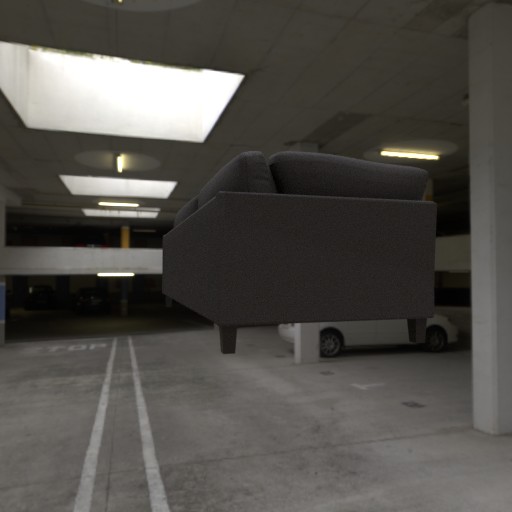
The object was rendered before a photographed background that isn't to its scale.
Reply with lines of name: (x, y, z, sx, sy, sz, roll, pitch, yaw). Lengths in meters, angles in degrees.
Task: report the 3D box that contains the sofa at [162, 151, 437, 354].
sofa: (0.000, 0.000, 2.813, 0.969, 0.792, 2.312, 1, -2, -17)
